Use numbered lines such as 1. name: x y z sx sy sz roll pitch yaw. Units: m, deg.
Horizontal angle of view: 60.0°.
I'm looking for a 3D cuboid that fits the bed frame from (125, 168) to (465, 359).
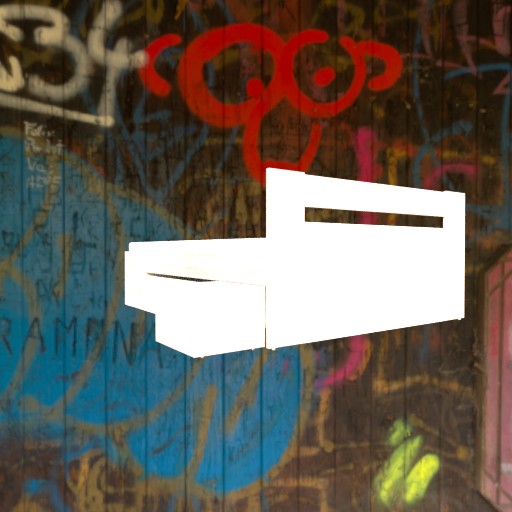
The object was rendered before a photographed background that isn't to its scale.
1. bed frame: 0.000 0.000 3.283 2.040 0.860 2.050 -1 1 -35
